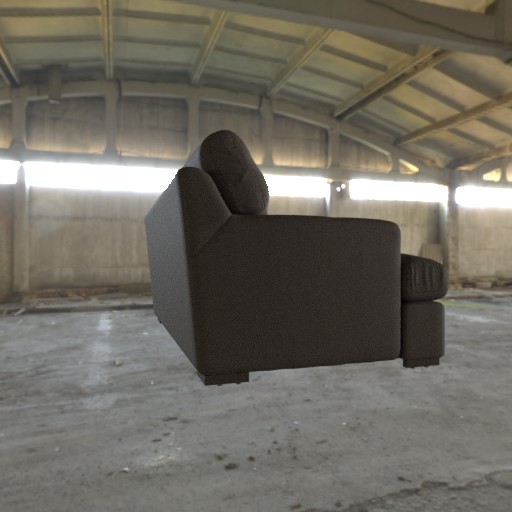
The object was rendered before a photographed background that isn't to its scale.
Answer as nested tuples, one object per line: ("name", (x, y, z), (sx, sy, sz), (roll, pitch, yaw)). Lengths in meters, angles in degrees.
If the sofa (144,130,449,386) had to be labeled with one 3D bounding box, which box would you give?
("sofa", (0.000, 0.000, 2.548), (1.143, 0.940, 1.880), (0, 0, -18))
